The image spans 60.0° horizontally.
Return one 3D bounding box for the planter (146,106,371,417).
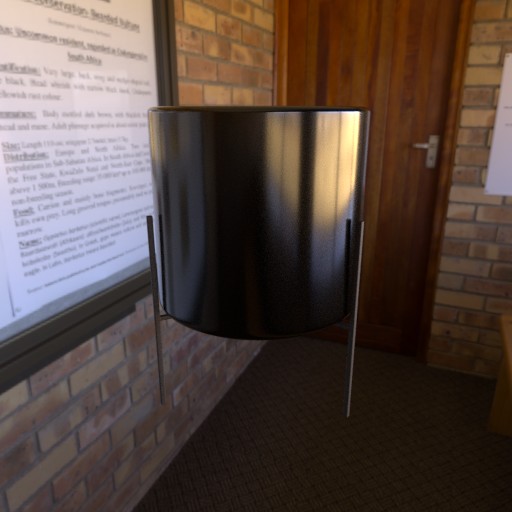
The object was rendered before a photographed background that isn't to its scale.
[{"bbox_3d":[0.000,0.000,0.678,0.310,0.432,0.310,-3,18,-8],"label":"planter"}]
